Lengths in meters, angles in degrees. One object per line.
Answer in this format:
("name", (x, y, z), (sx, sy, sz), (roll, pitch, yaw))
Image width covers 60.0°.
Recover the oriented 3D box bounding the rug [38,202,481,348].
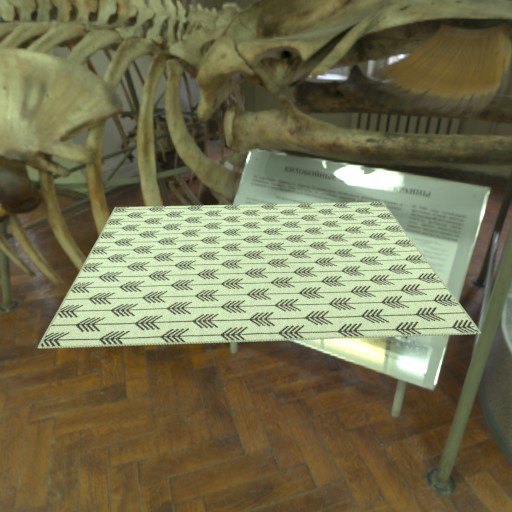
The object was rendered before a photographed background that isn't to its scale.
("rug", (0.000, 0.000, 4.046), (3.061, 0.010, 2.330), (-1, 30, -2))
